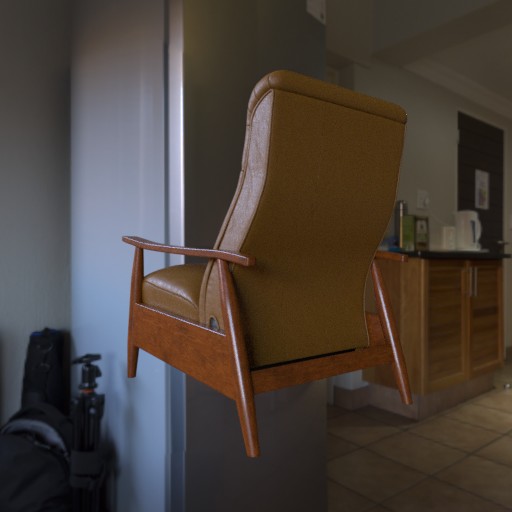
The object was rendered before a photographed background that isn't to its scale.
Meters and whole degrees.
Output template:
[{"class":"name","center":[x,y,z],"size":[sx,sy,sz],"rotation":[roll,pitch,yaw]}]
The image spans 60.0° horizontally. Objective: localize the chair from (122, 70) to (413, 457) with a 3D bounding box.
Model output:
[{"class":"chair","center":[0.000,0.000,1.805],"size":[0.762,1.082,1.014],"rotation":[-1,1,-36]}]
